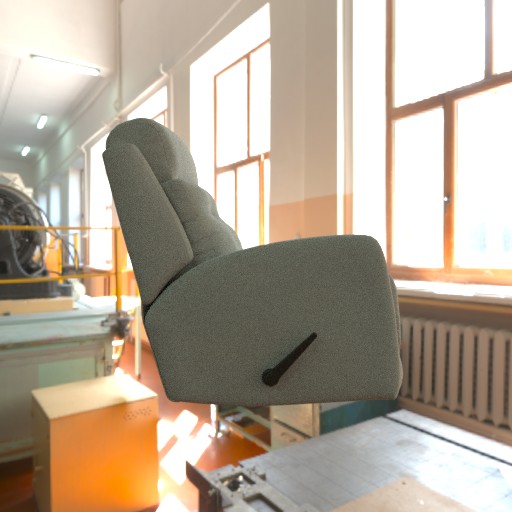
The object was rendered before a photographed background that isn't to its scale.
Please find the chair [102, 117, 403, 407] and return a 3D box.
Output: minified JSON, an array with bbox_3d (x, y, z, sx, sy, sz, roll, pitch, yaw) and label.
[{"bbox_3d":[0.000,0.000,1.777,1.043,1.013,0.798,0,0,1],"label":"chair"}]
